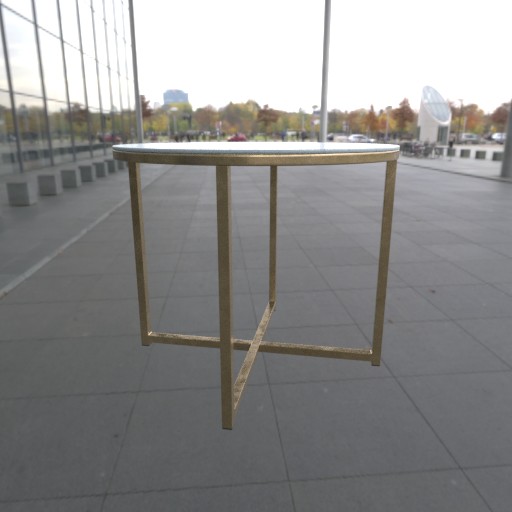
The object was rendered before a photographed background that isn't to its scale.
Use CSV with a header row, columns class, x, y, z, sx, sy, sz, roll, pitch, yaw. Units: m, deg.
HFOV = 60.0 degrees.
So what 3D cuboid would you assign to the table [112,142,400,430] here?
class,x,y,z,sx,sy,sz,roll,pitch,yaw
table,0.000,0.000,0.862,0.500,0.420,0.500,0,15,0
